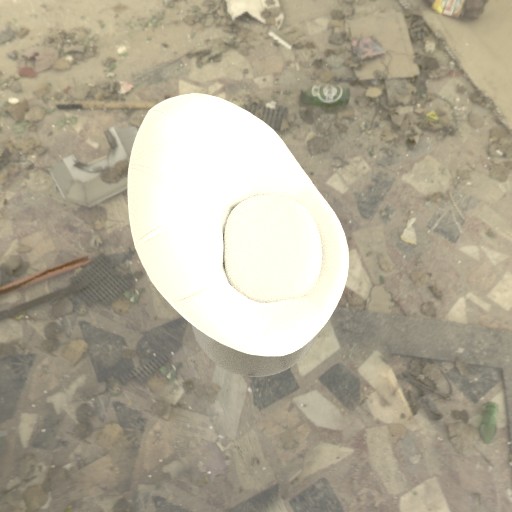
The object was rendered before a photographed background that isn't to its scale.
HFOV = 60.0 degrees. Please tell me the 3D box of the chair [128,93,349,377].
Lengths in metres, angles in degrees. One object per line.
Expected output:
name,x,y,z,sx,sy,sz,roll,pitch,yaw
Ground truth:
chair,0.000,0.000,1.795,0.736,1.261,0.940,-2,64,-1
